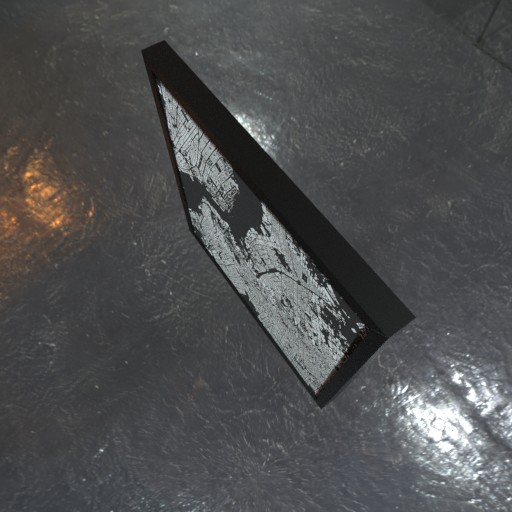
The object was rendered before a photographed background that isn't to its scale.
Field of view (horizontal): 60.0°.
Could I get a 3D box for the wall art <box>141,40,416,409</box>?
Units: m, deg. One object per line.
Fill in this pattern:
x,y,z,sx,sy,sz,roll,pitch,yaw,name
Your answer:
0.000,0.000,0.760,0.038,0.506,0.506,-32,68,-15,wall art
